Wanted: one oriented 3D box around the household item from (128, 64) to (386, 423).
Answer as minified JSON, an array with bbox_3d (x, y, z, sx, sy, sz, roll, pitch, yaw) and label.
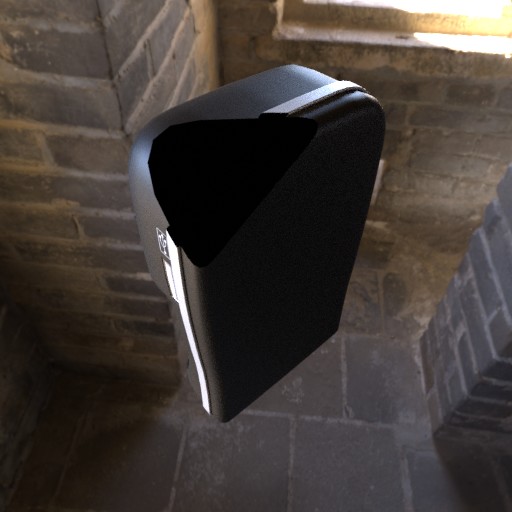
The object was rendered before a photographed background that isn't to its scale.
[{"bbox_3d":[0.000,0.000,0.148,0.070,0.114,0.038,-32,54,-27],"label":"household item"}]
